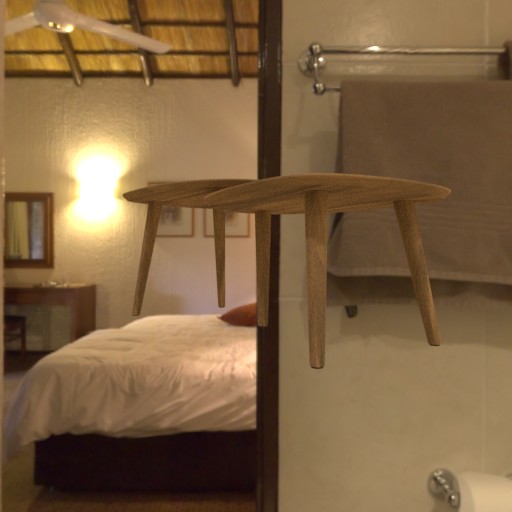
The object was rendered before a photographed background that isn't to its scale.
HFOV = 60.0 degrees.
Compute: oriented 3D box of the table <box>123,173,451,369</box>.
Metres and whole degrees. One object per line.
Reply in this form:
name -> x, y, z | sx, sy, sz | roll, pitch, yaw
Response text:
table -> 0.000, 0.000, 1.347 | 0.527, 0.429, 1.084 | 0, 0, -37
